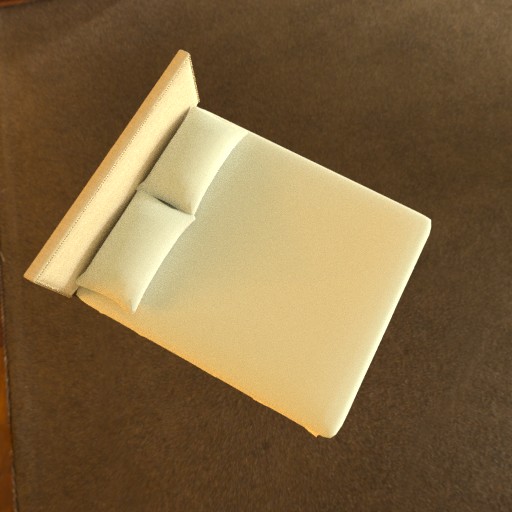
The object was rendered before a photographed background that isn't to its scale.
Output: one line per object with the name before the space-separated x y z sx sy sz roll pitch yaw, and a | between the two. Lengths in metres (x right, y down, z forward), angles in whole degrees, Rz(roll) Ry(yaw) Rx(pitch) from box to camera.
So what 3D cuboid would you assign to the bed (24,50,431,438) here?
bed | 0.000 0.000 2.825 1.876 1.016 1.616 27 77 7
